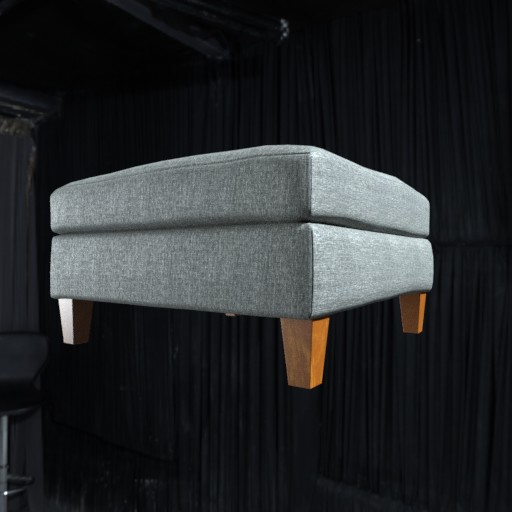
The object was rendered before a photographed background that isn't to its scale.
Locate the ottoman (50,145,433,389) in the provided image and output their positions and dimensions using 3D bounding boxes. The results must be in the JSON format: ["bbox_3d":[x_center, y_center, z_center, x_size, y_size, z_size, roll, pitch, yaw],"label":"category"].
[{"bbox_3d":[0.000,0.000,1.320,0.838,0.481,0.838,0,0,35],"label":"ottoman"}]
